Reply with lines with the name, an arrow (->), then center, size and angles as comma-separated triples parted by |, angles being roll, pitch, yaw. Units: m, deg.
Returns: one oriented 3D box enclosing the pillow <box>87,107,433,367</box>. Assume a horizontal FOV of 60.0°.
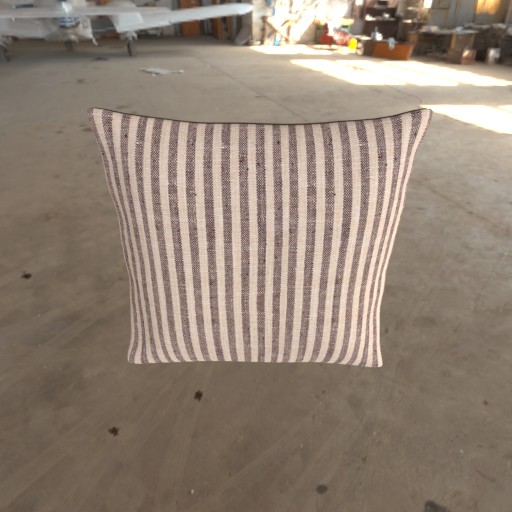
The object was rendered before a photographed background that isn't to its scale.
pillow -> 0.000, 0.000, 0.783 | 0.523, 0.506, 0.166 | 1, 30, 1
